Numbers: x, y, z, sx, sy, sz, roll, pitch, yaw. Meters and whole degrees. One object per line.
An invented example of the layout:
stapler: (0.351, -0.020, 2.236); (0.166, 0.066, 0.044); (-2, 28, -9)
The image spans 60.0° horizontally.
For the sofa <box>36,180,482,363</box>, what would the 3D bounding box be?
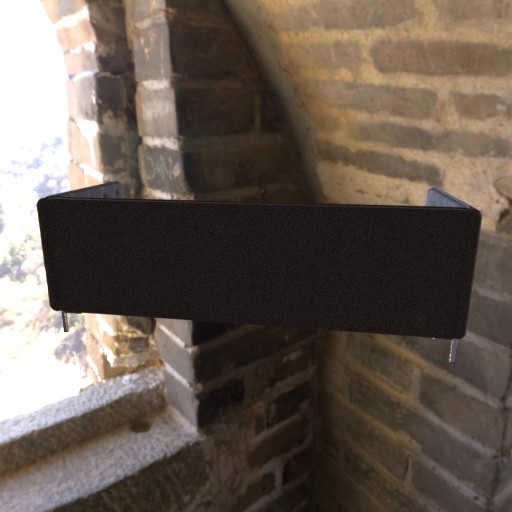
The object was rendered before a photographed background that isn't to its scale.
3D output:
sofa: (0.000, 0.000, 2.616); (2.209, 0.771, 0.895); (3, 16, 9)
